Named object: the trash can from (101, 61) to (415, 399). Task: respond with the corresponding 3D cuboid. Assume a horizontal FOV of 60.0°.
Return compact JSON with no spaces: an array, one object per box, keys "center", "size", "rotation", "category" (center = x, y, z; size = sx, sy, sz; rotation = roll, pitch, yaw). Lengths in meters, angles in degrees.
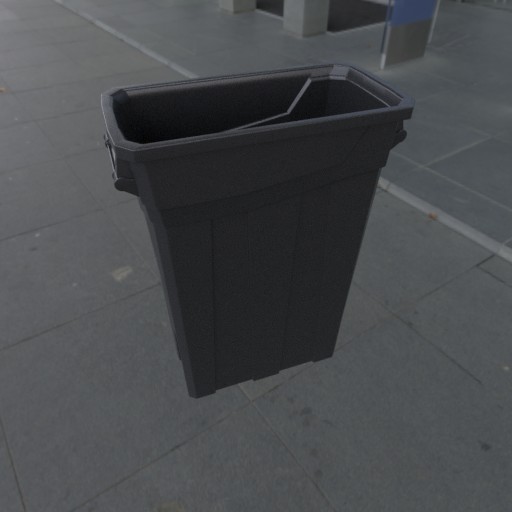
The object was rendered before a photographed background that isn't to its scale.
[{"center":[0.000,0.000,1.058],"size":[0.559,0.762,0.281],"rotation":[-13,42,-15],"category":"trash can"}]
